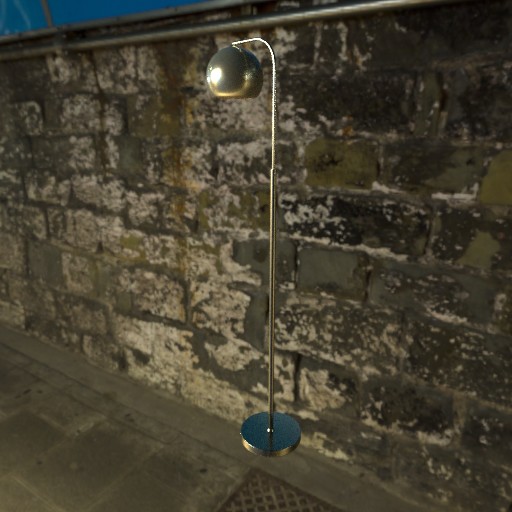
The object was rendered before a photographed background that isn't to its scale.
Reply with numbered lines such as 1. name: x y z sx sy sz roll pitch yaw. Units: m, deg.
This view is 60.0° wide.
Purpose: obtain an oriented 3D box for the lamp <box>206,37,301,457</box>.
1. lamp: 0.000 0.000 1.694 0.250 1.526 0.431 -14 21 -41
